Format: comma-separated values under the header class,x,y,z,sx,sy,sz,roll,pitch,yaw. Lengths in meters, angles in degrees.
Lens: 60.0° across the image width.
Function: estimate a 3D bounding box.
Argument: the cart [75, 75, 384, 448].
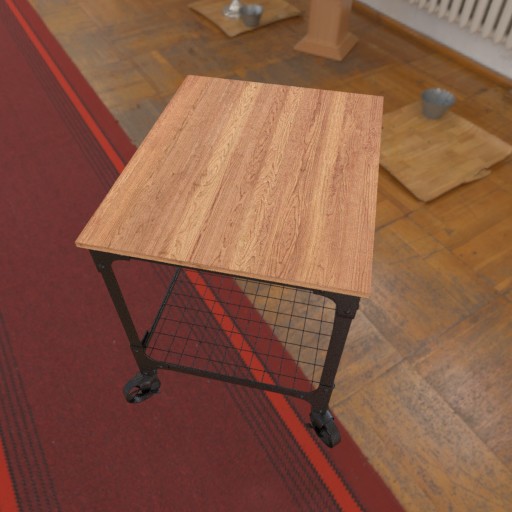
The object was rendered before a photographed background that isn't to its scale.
class,x,y,z,sx,sy,sz,roll,pitch,yaw
cart,0.000,0.000,1.113,0.558,0.603,0.666,10,49,8
